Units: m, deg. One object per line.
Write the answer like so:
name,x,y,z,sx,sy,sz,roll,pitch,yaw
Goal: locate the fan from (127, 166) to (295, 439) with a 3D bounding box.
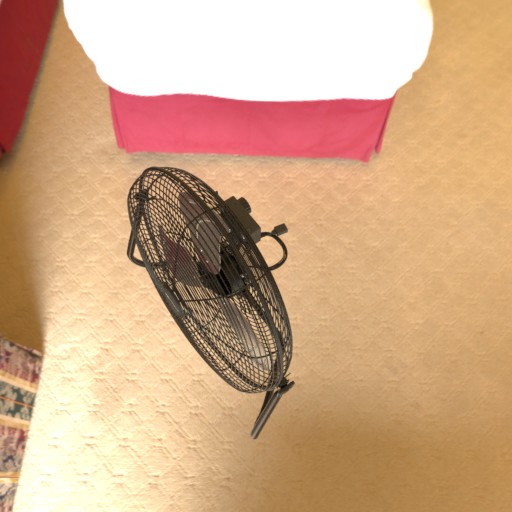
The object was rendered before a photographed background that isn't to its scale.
fan,0.000,0.000,0.935,0.424,0.546,0.555,-34,68,-15
